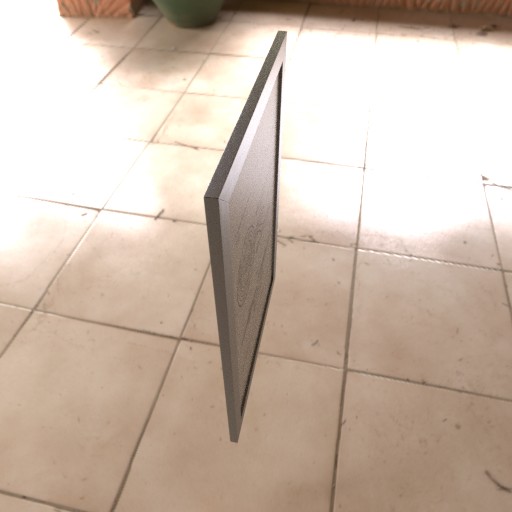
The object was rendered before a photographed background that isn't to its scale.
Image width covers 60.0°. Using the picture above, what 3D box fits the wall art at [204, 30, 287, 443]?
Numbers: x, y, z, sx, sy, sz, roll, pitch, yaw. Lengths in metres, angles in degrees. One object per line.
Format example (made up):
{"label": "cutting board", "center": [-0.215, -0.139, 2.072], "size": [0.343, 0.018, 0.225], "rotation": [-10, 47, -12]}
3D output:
{"label": "wall art", "center": [0.000, 0.000, 0.686], "size": [0.013, 0.529, 0.376], "rotation": [8, 47, 8]}
